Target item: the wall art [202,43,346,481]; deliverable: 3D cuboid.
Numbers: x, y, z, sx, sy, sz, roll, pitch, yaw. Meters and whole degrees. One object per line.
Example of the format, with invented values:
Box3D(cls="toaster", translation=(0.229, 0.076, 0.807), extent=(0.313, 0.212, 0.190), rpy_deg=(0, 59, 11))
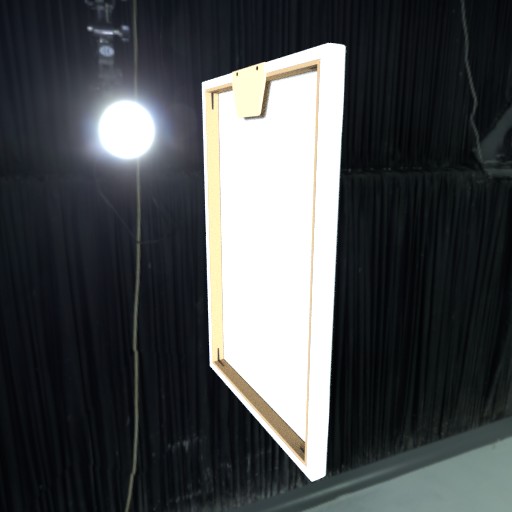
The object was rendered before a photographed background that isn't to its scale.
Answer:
Box3D(cls="wall art", translation=(0.000, 0.000, 1.142), extent=(0.048, 0.902, 0.602), rpy_deg=(-8, 16, -27))
